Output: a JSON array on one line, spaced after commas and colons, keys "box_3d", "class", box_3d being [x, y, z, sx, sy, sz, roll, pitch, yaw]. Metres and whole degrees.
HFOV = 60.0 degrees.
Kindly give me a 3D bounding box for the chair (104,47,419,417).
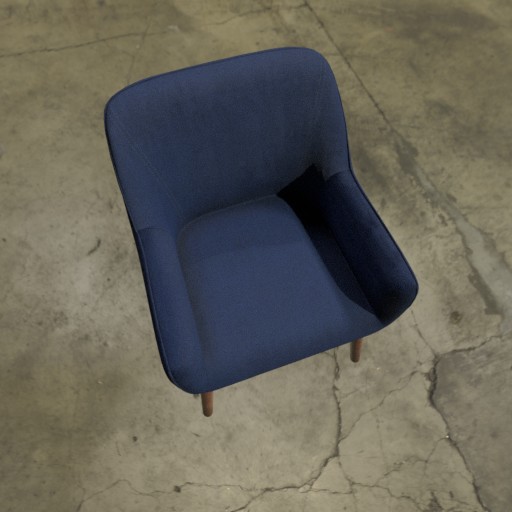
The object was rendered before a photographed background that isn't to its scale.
[{"box_3d": [0.000, 0.000, 1.217, 0.600, 0.820, 0.600, -17, 62, -9], "class": "chair"}]
